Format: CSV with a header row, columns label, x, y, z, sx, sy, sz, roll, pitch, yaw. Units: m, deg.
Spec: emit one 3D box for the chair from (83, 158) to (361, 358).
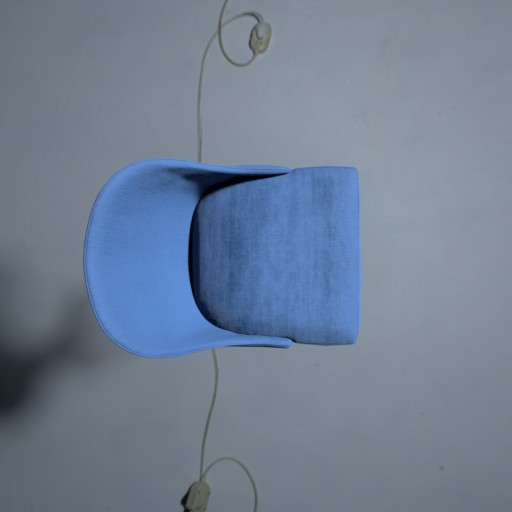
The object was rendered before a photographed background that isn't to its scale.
label,x,y,z,sx,sy,sz,roll,pitch,yaw
chair,0.000,0.000,1.179,0.559,0.896,0.478,0,91,1
